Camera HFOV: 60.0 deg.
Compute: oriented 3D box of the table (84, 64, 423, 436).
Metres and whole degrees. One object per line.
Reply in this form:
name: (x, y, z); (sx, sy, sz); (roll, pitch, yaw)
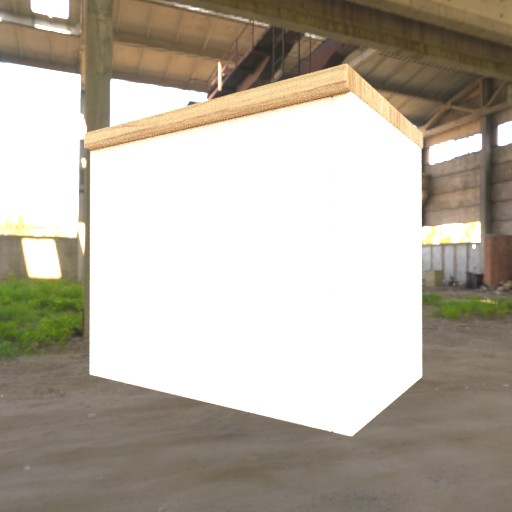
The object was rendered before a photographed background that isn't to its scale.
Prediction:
table: (0.000, 0.000, 0.797); (0.500, 0.440, 0.360); (0, -1, 34)
